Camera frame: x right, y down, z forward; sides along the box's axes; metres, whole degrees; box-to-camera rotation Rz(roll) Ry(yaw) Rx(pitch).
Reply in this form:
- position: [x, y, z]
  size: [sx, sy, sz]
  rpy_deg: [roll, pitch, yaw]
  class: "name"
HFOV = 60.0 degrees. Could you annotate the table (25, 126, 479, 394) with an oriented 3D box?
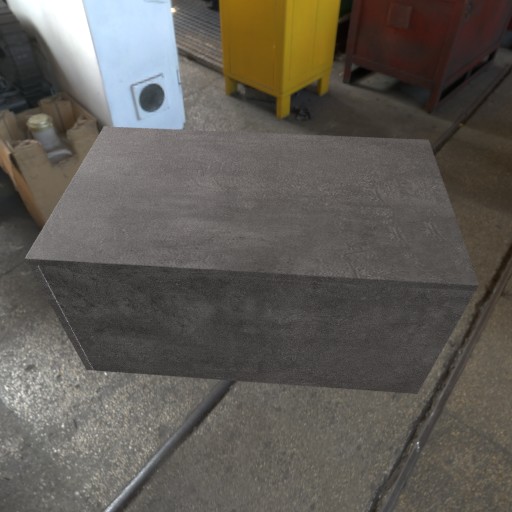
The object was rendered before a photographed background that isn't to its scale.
- position: [0.000, 0.000, 0.943]
  size: [0.700, 0.350, 0.400]
  rpy_deg: [3, 47, 3]
  class: "table"
